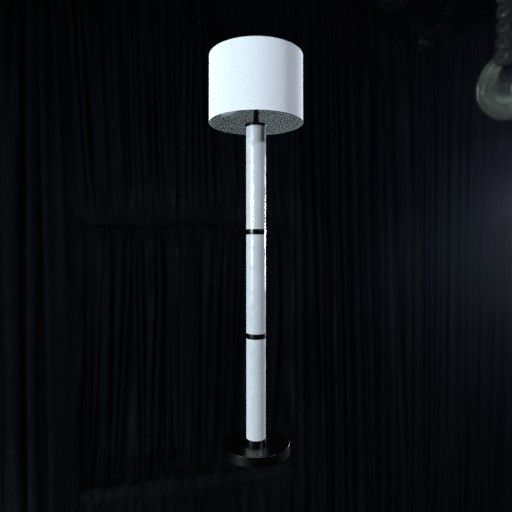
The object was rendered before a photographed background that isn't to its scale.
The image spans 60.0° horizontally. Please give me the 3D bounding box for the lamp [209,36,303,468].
[{"bbox_3d":[0.000,0.000,1.796,0.377,1.599,0.377,-1,2,-19],"label":"lamp"}]
